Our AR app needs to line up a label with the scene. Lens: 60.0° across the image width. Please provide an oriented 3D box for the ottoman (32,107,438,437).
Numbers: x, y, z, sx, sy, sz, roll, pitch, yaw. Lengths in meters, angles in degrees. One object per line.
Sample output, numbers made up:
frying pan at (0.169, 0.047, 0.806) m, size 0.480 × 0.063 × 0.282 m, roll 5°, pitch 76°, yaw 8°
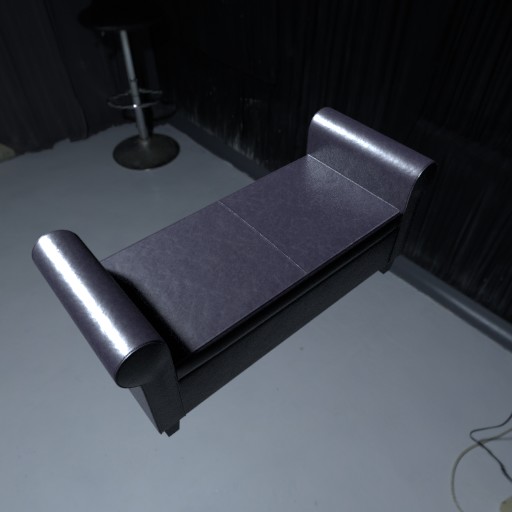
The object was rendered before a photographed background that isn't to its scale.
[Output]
ottoman at (0.000, 0.000, 1.567) m, size 1.256 × 0.547 × 0.521 m, roll -31°, pitch 54°, yaw -26°
